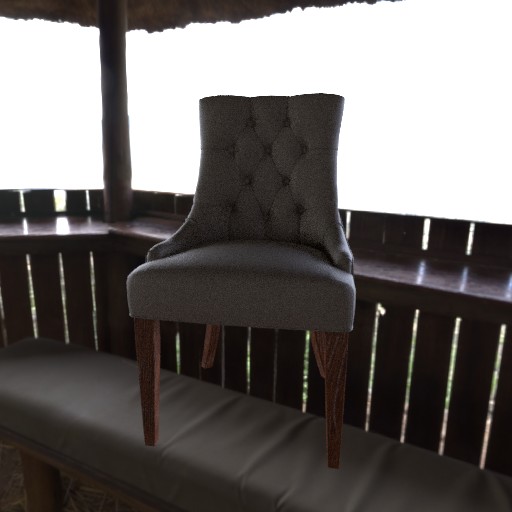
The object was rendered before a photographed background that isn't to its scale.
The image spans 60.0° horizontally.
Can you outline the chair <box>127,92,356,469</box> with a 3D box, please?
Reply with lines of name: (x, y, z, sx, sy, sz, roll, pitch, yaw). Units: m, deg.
chair: (0.000, 0.000, 1.188, 0.509, 0.874, 0.565, 2, 14, 10)
